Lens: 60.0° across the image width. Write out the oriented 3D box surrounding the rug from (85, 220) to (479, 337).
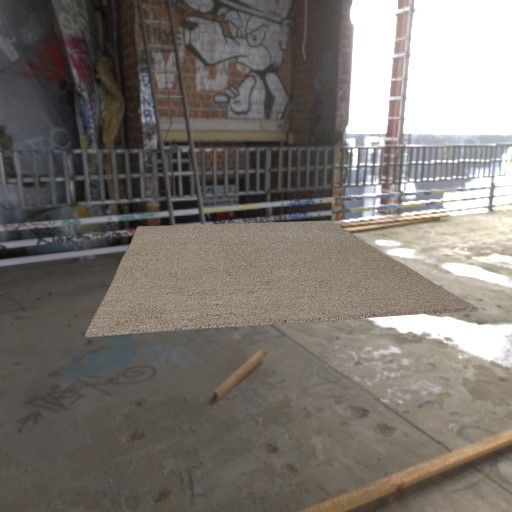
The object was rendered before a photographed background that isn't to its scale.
[{"bbox_3d":[0.000,0.000,4.069,2.400,0.025,3.000,-2,16,-9],"label":"rug"}]
